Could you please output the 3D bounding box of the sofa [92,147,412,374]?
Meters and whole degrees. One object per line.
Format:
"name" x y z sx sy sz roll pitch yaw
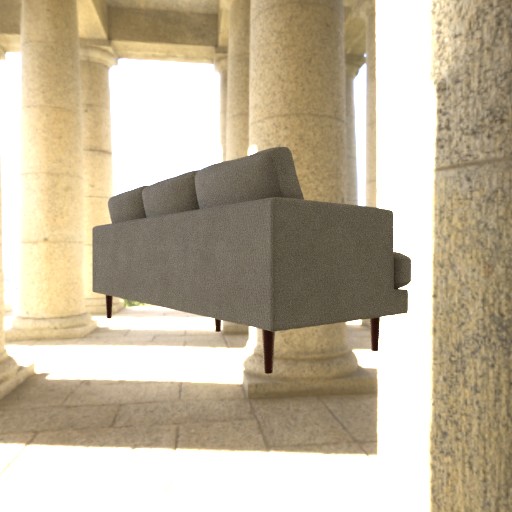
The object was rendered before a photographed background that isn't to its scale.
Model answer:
"sofa" 0.000 0.000 2.995 1.504 0.956 2.233 0 0 -37
